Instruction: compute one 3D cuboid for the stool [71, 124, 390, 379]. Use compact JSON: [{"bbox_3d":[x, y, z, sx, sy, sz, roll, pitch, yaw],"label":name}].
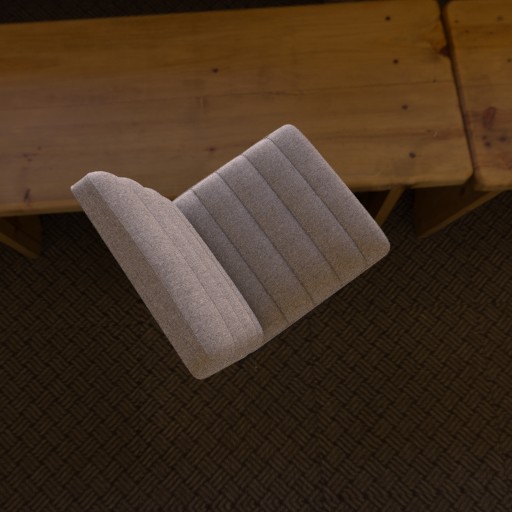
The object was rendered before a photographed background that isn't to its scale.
[{"bbox_3d":[0.000,0.000,1.330,0.571,1.034,0.459,-35,78,-8],"label":"stool"}]
